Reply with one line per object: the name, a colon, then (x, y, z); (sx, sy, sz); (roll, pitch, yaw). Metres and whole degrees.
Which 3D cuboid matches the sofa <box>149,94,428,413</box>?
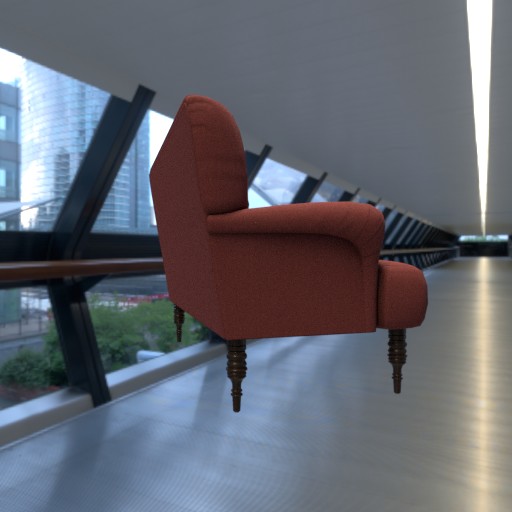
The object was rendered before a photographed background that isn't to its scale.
sofa: (0.000, 0.000, 1.848); (0.779, 0.889, 1.297); (0, 0, -18)
